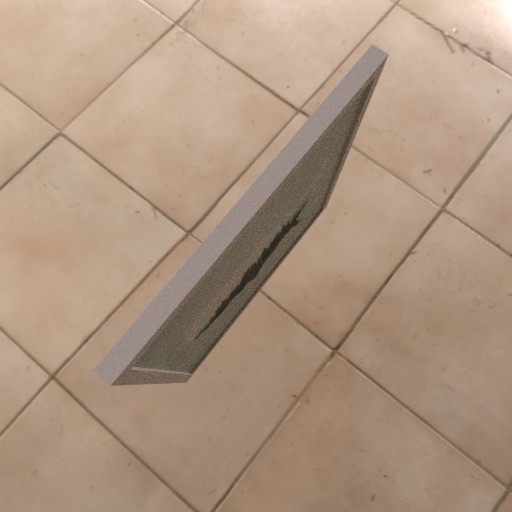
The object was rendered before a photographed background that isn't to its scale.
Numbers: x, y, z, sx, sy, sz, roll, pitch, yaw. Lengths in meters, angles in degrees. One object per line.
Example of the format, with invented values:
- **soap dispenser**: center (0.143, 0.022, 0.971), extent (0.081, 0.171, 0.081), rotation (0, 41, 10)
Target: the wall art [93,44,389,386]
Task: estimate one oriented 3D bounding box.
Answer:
- **wall art**: center (0.000, 0.000, 1.124), extent (0.038, 0.762, 0.762), rotation (37, 78, 10)
